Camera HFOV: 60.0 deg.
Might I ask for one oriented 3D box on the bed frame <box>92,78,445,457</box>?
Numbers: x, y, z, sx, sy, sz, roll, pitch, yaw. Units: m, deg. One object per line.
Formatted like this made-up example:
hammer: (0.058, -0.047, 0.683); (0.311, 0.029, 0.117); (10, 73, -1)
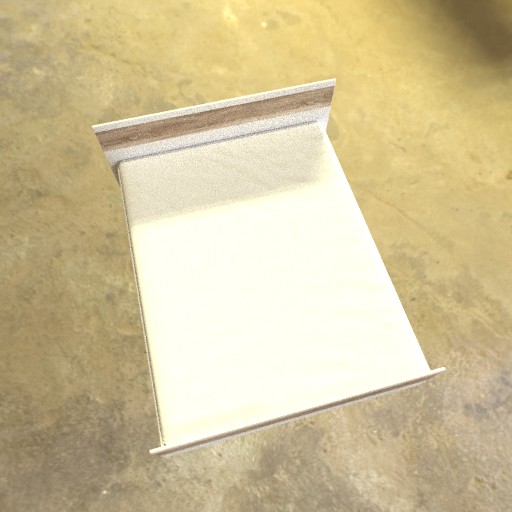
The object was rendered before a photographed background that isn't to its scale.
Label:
bed frame: (0.000, 0.000, 2.974); (1.720, 0.800, 2.060); (-13, 64, -7)
